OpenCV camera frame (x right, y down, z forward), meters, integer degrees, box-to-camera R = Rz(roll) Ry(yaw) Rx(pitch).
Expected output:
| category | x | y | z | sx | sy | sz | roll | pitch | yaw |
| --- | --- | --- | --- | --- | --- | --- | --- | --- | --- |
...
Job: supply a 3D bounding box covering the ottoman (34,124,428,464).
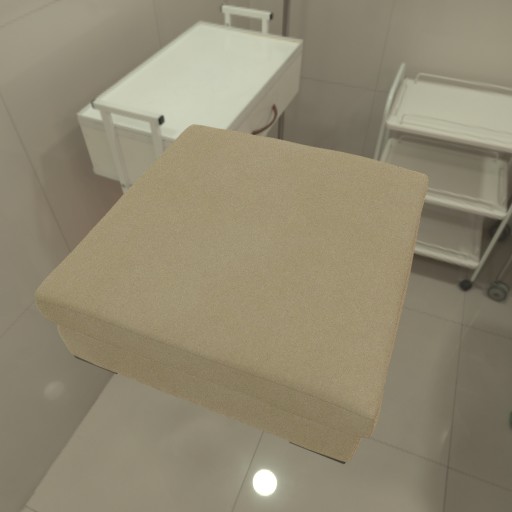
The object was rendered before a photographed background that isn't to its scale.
| category | x | y | z | sx | sy | sz | roll | pitch | yaw |
| --- | --- | --- | --- | --- | --- | --- | --- | --- | --- |
| ottoman | 0.000 | 0.000 | 1.830 | 1.190 | 0.522 | 1.205 | 16 | 49 | 15 |
